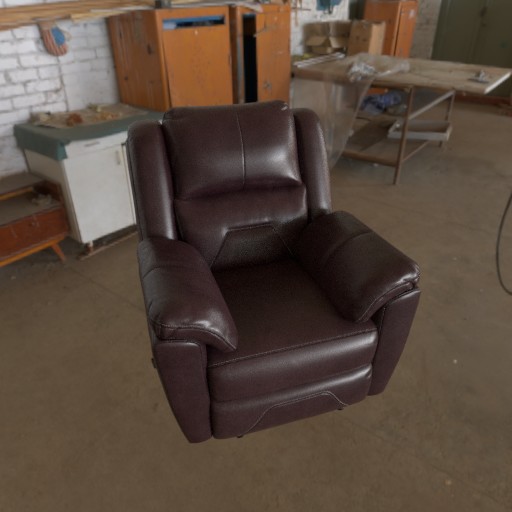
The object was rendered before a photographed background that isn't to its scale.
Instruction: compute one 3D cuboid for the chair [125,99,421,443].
[{"bbox_3d":[0.000,0.000,1.888,0.990,1.093,1.041,-9,32,-15],"label":"chair"}]
